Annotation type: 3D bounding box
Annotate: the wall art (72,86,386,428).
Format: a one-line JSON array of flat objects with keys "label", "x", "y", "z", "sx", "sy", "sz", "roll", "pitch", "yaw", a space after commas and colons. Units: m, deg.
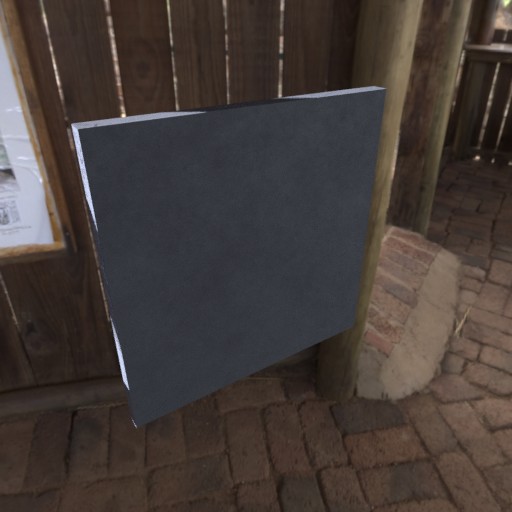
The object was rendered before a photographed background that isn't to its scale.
[{"label": "wall art", "x": 0.000, "y": 0.000, "z": 1.152, "sx": 0.765, "sy": 0.765, "sz": 0.046, "roll": -18, "pitch": 34, "yaw": -28}]
